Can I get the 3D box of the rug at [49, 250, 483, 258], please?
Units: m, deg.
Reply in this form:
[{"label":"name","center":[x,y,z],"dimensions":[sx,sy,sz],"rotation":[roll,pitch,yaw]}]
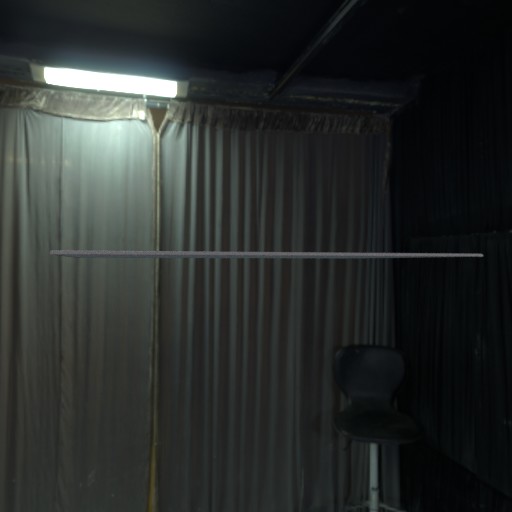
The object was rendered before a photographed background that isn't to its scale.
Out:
[{"label":"rug","center":[0.000,0.000,2.111],"dimensions":[1.676,0.013,1.067],"rotation":[0,-1,-18]}]
